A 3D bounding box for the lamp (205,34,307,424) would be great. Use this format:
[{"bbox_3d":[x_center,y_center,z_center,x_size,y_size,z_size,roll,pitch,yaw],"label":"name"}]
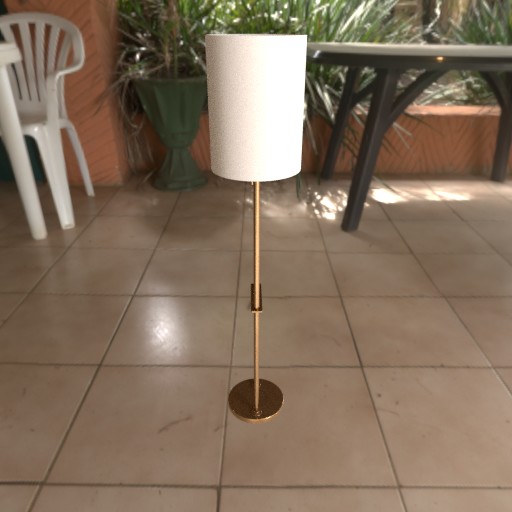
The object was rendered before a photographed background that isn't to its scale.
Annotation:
[{"bbox_3d":[0.000,0.000,1.679,0.305,1.500,0.306,0,27,-1],"label":"lamp"}]
